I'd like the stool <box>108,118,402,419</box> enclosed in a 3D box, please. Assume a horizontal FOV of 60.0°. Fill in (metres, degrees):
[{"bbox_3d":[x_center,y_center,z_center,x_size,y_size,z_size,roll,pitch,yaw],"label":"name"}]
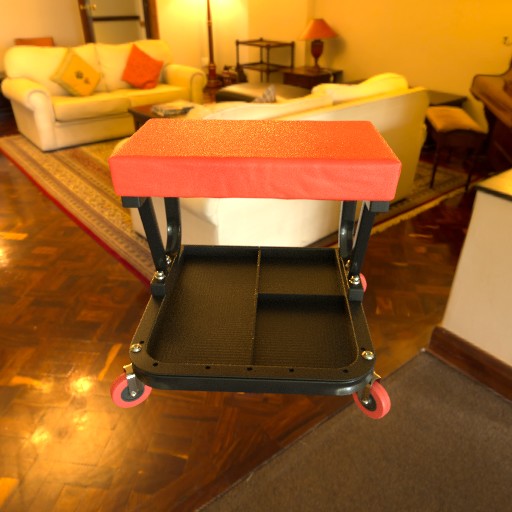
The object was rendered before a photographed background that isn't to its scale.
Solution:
[{"bbox_3d":[0.000,0.000,0.718,0.446,0.380,0.371,1,30,2],"label":"stool"}]
